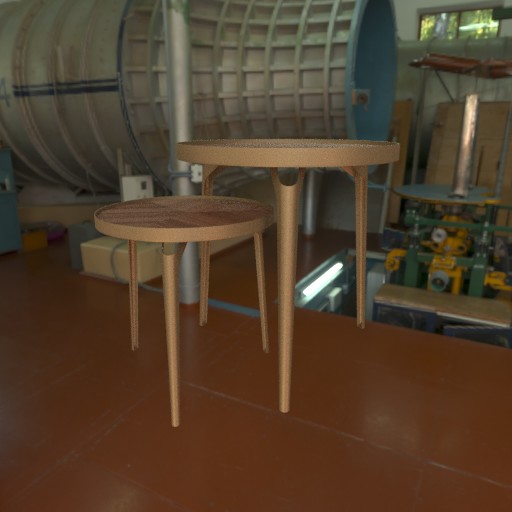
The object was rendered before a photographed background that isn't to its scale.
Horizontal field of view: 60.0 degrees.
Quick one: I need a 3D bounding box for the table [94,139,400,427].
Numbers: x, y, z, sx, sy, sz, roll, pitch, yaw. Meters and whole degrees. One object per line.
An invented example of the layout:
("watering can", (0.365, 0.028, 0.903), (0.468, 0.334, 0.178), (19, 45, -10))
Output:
("table", (0.000, 0.000, 1.122), (0.751, 0.555, 0.532), (-8, 18, -26))
